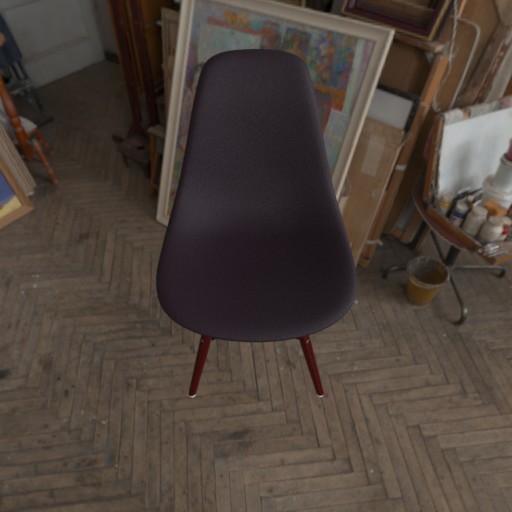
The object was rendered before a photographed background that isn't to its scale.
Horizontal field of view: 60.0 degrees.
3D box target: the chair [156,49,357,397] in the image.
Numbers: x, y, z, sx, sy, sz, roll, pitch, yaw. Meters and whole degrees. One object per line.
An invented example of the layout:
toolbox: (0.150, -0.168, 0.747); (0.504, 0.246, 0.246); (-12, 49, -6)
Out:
chair: (0.000, 0.000, 1.137); (0.470, 0.826, 0.533); (0, 47, 0)
